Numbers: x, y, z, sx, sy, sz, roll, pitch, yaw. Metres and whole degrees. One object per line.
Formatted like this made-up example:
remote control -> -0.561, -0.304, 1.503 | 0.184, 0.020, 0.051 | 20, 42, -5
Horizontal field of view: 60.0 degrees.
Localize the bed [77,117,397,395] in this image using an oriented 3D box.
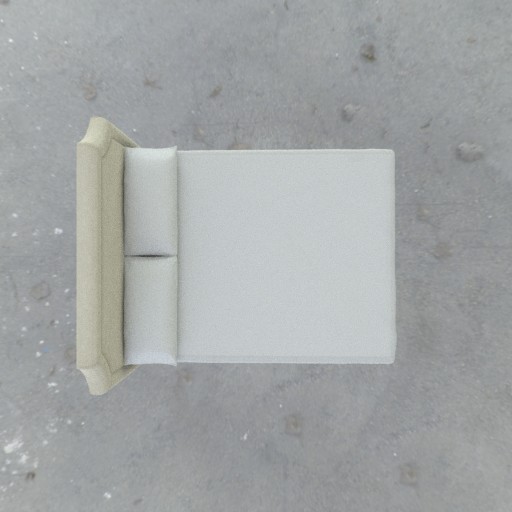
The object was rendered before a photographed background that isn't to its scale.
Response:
bed -> 0.000, 0.000, 3.283 | 2.164, 1.297, 1.828 | 0, 90, 2
